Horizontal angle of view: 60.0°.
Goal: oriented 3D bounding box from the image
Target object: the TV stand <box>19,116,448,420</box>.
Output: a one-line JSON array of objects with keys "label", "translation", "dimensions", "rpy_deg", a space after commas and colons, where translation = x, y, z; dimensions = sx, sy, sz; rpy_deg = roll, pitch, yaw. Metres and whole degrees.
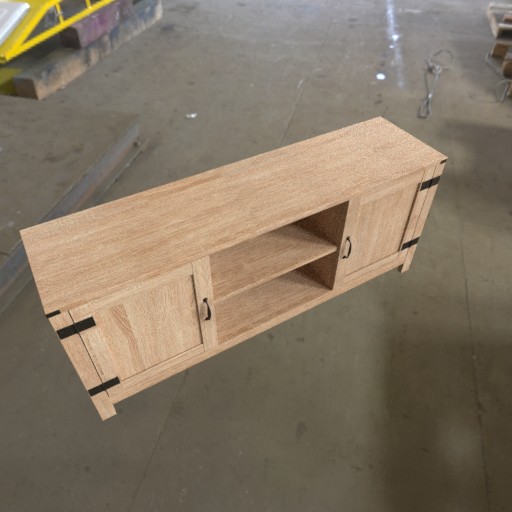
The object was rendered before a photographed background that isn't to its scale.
[{"label": "TV stand", "translation": [0.000, 0.000, 1.723], "dimensions": [1.466, 0.610, 0.398], "rpy_deg": [-22, 49, -21]}]
